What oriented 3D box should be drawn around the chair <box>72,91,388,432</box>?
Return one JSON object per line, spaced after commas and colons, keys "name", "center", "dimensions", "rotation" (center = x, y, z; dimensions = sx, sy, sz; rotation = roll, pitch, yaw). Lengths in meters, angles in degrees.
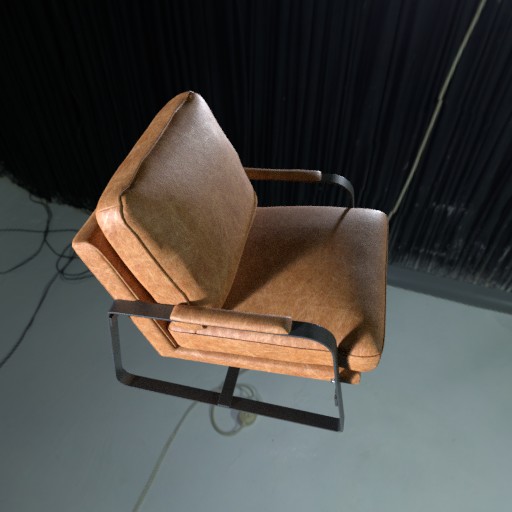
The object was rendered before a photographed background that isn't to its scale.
{"name": "chair", "center": [0.000, 0.000, 1.357], "dimensions": [0.801, 0.777, 0.651], "rotation": [9, 48, 9]}
